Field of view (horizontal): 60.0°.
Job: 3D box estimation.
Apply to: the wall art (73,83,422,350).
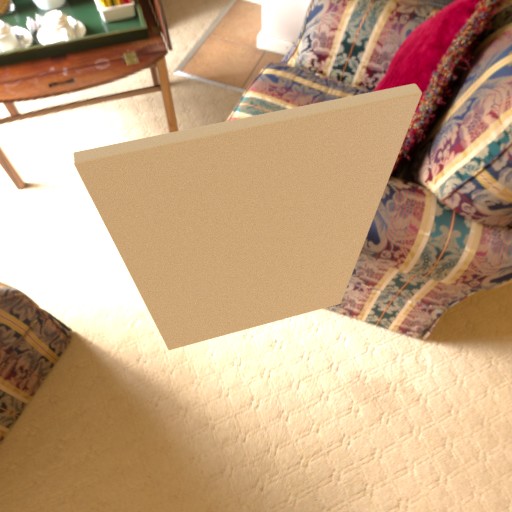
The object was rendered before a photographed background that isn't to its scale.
[{"bbox_3d":[0.000,0.000,1.503,0.808,1.183,0.038,-14,60,-8],"label":"wall art"}]
